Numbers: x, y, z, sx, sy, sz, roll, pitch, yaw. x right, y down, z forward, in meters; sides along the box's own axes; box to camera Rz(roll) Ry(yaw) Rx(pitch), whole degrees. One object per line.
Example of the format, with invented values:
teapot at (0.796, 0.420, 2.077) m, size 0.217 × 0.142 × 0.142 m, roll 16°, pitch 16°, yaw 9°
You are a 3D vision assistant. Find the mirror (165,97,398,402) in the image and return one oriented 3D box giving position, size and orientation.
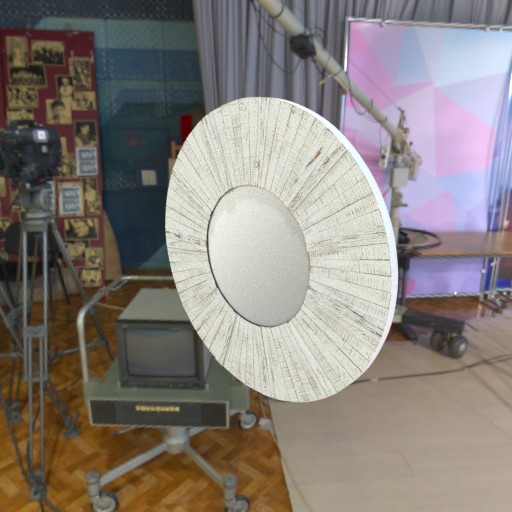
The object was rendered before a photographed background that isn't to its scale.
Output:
mirror at (0.000, 0.000, 1.355) m, size 0.914 × 0.914 × 0.038 m, roll 16°, pitch 23°, yaw 42°
